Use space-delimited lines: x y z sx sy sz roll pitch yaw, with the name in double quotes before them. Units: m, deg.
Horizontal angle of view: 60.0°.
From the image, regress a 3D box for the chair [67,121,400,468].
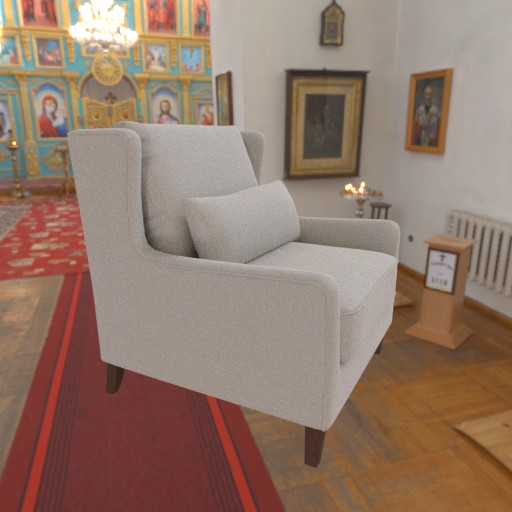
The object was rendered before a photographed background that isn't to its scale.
"chair" 0.000 0.000 1.829 1.040 1.056 0.982 8 17 27
